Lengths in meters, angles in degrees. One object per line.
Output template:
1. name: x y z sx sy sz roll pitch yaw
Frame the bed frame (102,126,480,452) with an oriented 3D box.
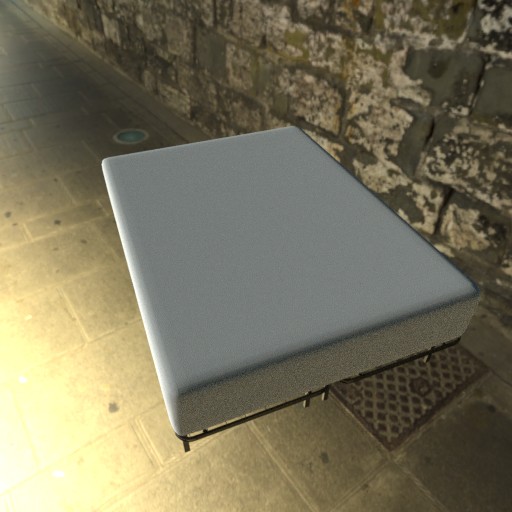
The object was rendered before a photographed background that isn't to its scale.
1. bed frame: 0.000 0.000 2.773 1.528 0.677 2.037 -14 42 -17
